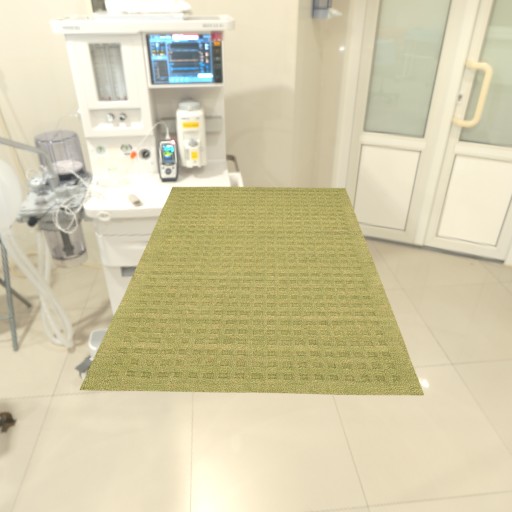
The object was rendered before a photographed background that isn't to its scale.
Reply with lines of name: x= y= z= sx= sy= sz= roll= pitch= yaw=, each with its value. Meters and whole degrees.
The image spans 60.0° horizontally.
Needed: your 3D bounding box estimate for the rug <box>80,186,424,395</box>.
rug: x=0.000 y=0.000 z=2.935 sx=1.529 sy=0.007 sz=2.297 roll=1 pitch=32 yaw=1
